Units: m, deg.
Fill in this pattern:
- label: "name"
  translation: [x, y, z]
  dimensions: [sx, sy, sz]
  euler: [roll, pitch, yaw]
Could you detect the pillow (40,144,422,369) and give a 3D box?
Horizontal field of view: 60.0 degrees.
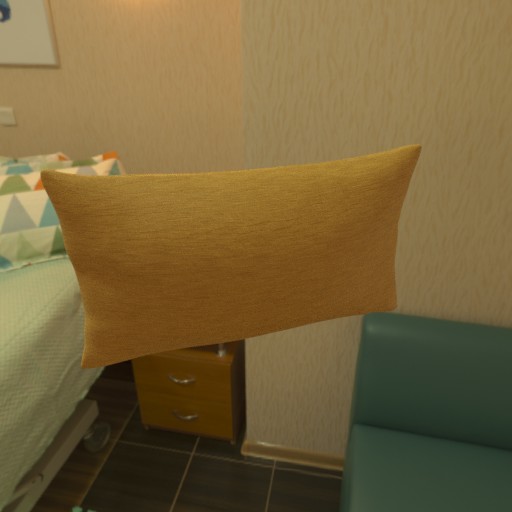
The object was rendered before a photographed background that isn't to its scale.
- label: "pillow"
  translation: [0.000, 0.000, 0.775]
  dimensions: [0.634, 0.354, 0.210]
  euler: [-8, 27, -16]
